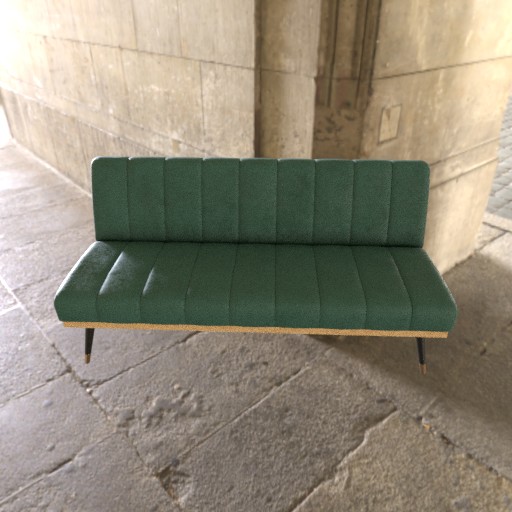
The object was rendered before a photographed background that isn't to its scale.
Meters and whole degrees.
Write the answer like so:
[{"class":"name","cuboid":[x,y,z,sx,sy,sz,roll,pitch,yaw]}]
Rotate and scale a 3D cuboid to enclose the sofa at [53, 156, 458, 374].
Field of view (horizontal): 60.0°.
[{"class":"sofa","cuboid":[0.000,0.000,2.282,1.810,0.820,0.830,1,30,2]}]
